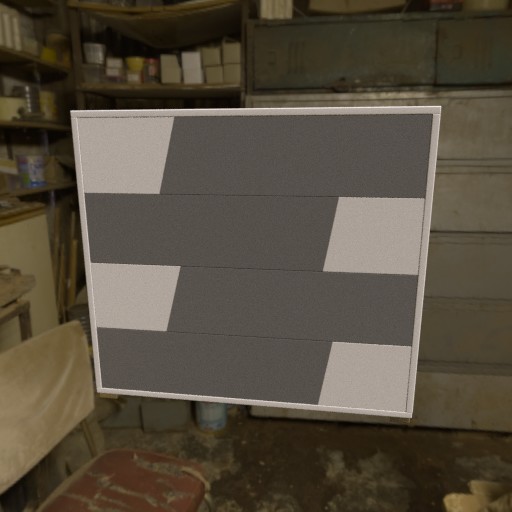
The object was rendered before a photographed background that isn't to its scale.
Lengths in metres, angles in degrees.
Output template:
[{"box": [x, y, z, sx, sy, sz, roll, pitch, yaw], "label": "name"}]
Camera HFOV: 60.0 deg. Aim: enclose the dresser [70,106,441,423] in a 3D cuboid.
[{"box": [0.000, 0.000, 1.638, 1.100, 1.000, 0.460, 2, 14, 8], "label": "dresser"}]
